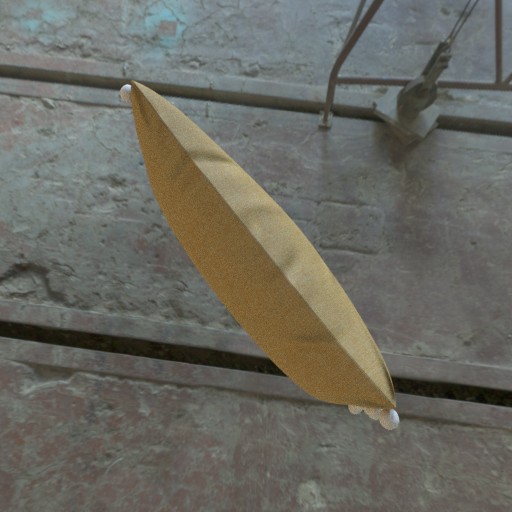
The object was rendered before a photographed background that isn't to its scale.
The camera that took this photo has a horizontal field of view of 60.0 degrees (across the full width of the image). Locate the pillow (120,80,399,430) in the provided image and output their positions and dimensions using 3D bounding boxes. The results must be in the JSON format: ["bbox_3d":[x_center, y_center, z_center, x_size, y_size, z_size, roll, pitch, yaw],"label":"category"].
[{"bbox_3d":[0.000,0.000,0.820,0.201,0.322,0.709,-37,79,-9],"label":"pillow"}]
